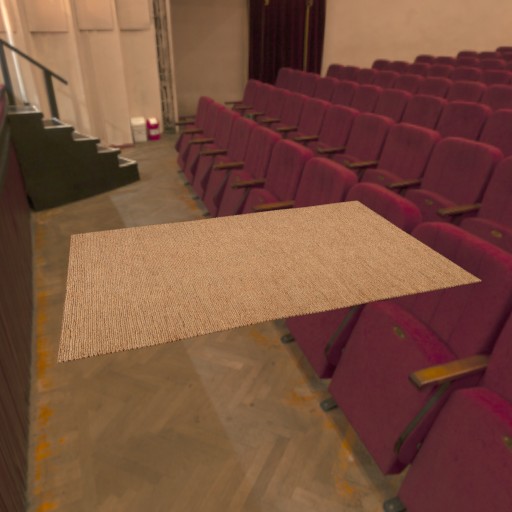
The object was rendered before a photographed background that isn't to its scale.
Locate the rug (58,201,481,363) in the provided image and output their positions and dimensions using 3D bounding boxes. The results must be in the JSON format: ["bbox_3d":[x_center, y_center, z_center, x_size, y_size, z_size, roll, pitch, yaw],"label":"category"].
[{"bbox_3d":[0.000,0.000,3.043,2.439,0.011,1.533,-8,28,-16],"label":"rug"}]
